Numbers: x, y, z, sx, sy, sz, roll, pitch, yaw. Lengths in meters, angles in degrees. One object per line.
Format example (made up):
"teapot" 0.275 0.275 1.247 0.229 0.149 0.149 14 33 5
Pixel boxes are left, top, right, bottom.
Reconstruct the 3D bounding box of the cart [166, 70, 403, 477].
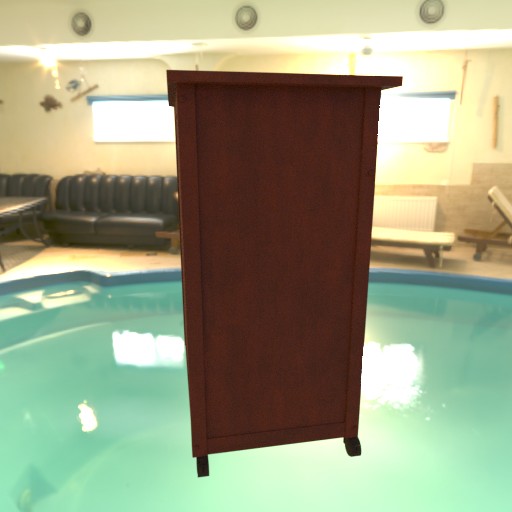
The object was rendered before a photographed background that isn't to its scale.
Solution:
"cart" 0.000 0.000 1.238 0.442 0.864 0.683 -3 15 -10
